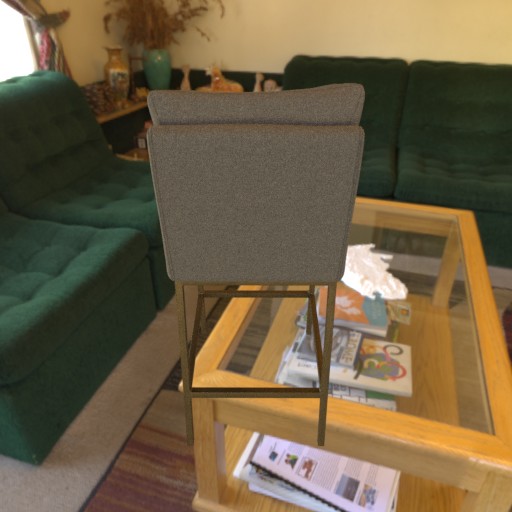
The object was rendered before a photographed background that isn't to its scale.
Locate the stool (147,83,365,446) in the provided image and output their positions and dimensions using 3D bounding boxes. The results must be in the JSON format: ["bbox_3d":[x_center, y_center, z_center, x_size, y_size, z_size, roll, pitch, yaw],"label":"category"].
[{"bbox_3d":[0.000,0.000,1.320,0.463,1.030,0.569,0,31,0],"label":"stool"}]
